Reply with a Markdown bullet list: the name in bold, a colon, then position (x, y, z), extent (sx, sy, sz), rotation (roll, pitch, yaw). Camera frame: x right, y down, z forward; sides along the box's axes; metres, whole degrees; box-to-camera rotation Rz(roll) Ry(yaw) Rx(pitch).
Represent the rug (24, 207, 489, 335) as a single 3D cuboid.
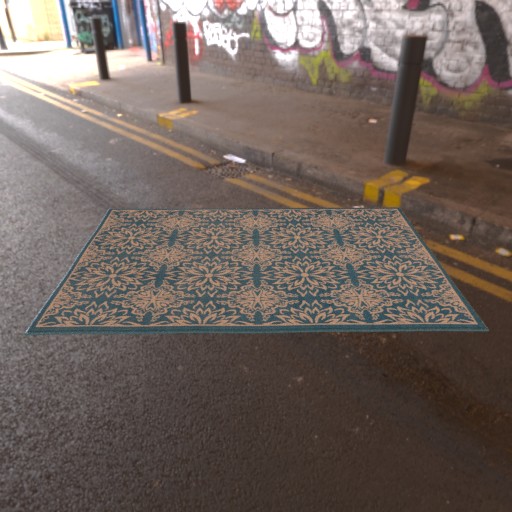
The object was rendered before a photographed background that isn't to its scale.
- **rug**: position (0.000, 0.000, 2.270), extent (1.833, 0.012, 1.211), rotation (0, 30, -1)
